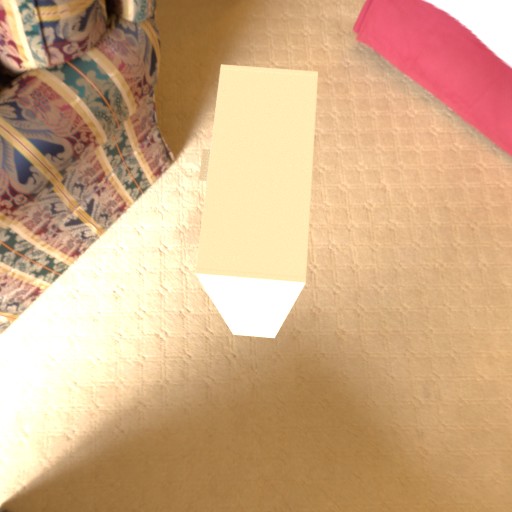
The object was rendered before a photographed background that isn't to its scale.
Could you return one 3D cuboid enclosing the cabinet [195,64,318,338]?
[{"bbox_3d":[0.000,0.000,1.794,0.255,1.630,0.520,5,76,1],"label":"cabinet"}]
